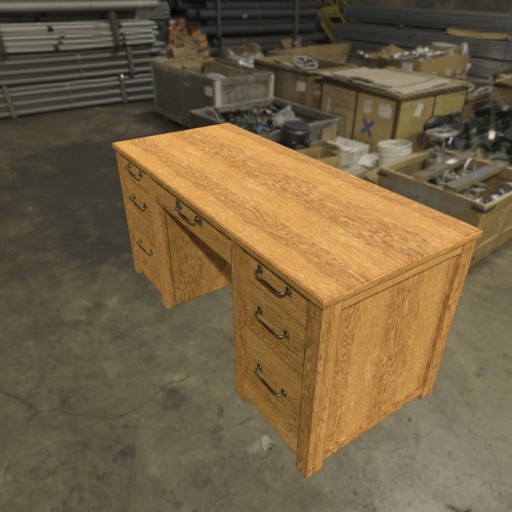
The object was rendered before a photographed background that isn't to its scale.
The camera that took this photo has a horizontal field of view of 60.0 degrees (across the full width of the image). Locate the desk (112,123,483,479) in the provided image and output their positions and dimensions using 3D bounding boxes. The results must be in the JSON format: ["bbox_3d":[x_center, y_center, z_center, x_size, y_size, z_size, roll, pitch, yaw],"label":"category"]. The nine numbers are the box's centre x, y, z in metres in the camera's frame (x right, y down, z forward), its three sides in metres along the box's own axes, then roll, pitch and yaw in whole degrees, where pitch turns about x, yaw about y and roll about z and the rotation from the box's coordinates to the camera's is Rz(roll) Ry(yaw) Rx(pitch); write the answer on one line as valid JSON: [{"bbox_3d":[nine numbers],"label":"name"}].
[{"bbox_3d":[0.000,0.000,1.994,0.685,0.751,1.567,-19,36,-29],"label":"desk"}]
